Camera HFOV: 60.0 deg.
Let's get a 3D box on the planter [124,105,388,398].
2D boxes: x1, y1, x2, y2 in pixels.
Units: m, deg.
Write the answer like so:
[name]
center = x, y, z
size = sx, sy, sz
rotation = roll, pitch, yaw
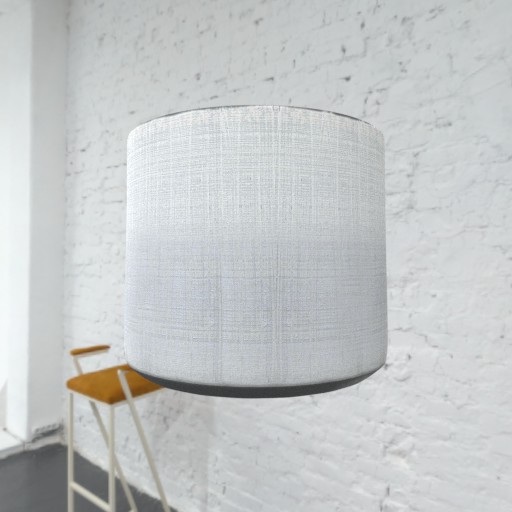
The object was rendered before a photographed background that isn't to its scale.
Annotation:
[planter]
center = 0.000, 0.000, 0.446
size = 0.254, 0.221, 0.254
rotation = 0, 0, 0
